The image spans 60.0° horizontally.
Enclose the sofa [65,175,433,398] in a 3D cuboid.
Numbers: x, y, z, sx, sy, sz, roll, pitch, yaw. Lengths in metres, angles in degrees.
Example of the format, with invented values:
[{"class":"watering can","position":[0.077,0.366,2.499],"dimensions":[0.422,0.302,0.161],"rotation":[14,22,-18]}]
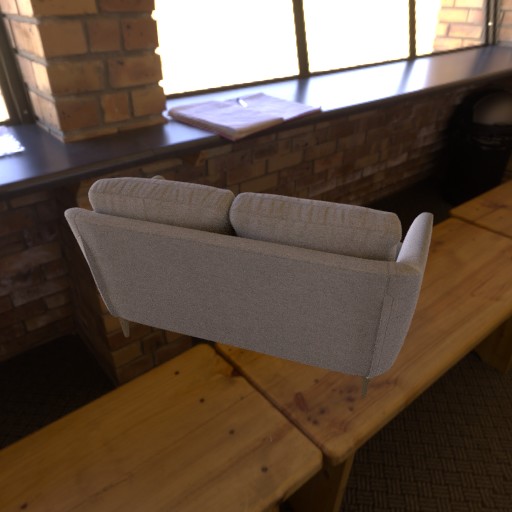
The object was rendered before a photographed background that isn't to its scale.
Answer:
[{"class":"sofa","position":[0.000,0.000,2.211],"dimensions":[1.619,0.904,0.960],"rotation":[10,33,16]}]
